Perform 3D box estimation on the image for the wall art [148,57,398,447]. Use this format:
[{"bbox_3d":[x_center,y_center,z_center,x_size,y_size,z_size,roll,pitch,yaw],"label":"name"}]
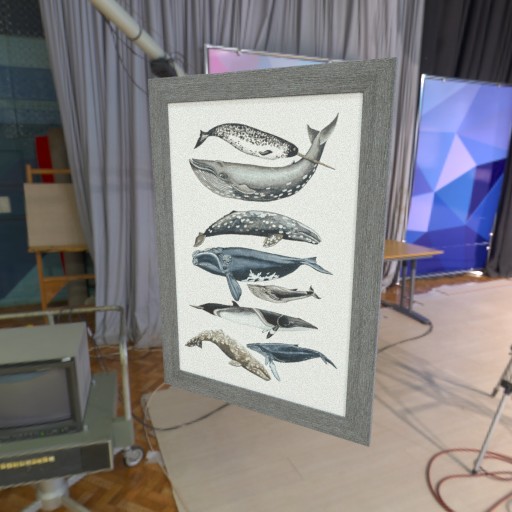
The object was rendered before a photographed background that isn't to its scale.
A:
[{"bbox_3d":[0.000,0.000,1.368,0.768,1.070,0.020,7,16,27],"label":"wall art"}]
